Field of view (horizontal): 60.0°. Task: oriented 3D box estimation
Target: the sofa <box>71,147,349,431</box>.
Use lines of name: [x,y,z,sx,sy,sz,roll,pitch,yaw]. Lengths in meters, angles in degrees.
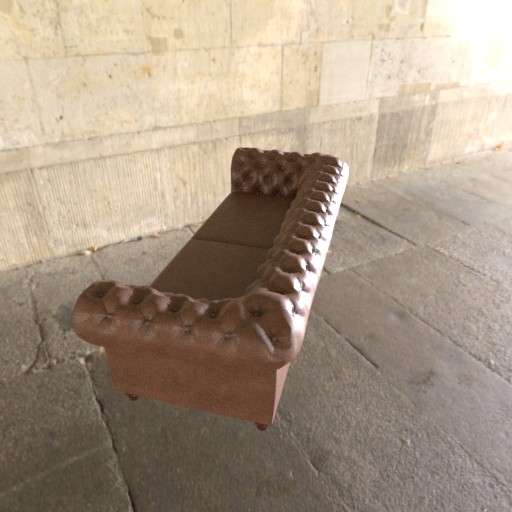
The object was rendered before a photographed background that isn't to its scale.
sofa: [0.000,0.000,2.834,0.944,0.783,2.385,8,31,13]
